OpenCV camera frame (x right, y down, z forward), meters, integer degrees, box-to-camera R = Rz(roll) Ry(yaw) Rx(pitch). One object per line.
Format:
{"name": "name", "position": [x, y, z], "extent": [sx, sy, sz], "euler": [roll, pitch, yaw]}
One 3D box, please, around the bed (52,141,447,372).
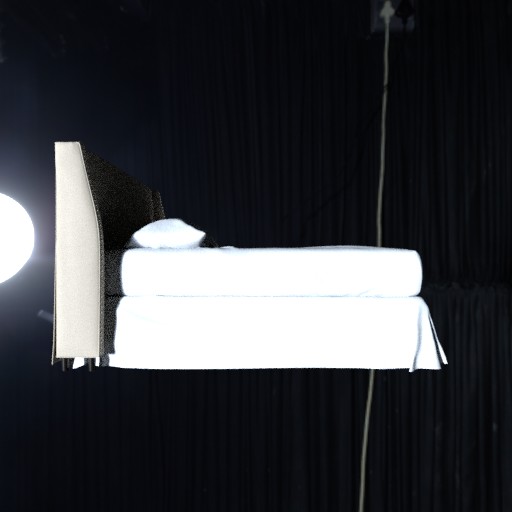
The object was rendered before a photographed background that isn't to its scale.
{"name": "bed", "position": [0.000, 0.000, 3.429], "extent": [2.276, 1.332, 1.925], "euler": [0, 0, 1]}
